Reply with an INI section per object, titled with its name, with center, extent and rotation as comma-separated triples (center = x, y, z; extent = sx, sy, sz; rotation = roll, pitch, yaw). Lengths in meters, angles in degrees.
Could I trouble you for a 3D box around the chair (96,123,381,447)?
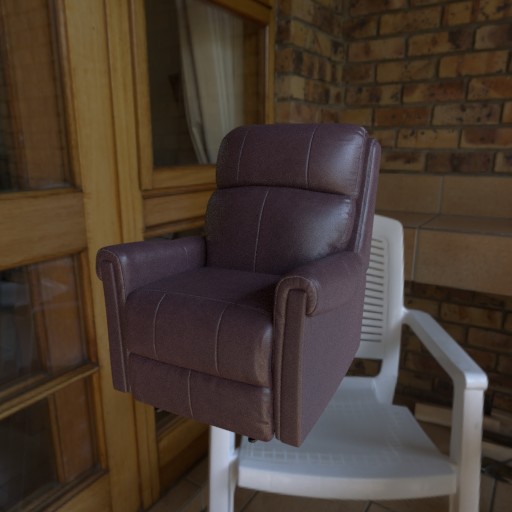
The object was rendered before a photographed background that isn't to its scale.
[chair]
center = 0.000, 0.000, 1.795
extent = 0.838, 1.054, 1.014
rotation = 7, 16, 26
